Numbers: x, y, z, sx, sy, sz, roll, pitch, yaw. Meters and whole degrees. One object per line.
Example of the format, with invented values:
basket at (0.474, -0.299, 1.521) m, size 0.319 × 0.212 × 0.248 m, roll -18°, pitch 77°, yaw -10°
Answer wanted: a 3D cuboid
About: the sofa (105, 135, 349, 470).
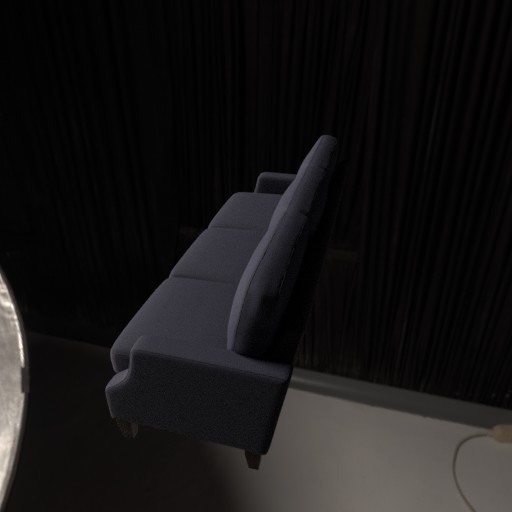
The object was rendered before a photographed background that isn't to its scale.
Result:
sofa at (0.000, 0.000, 2.651) m, size 0.888 × 0.984 × 2.115 m, roll 8°, pitch 32°, yaw 13°
